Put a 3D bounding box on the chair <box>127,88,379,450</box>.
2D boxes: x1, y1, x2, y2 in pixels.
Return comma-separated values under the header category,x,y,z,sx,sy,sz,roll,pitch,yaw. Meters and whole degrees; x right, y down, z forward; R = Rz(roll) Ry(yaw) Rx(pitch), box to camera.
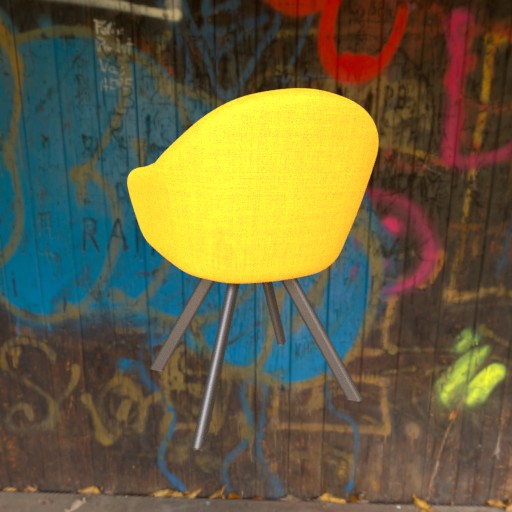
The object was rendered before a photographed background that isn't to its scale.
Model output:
category,x,y,z,sx,sy,sz,roll,pitch,yaw
chair,0.000,0.000,1.194,0.590,0.795,0.550,-6,14,-25
